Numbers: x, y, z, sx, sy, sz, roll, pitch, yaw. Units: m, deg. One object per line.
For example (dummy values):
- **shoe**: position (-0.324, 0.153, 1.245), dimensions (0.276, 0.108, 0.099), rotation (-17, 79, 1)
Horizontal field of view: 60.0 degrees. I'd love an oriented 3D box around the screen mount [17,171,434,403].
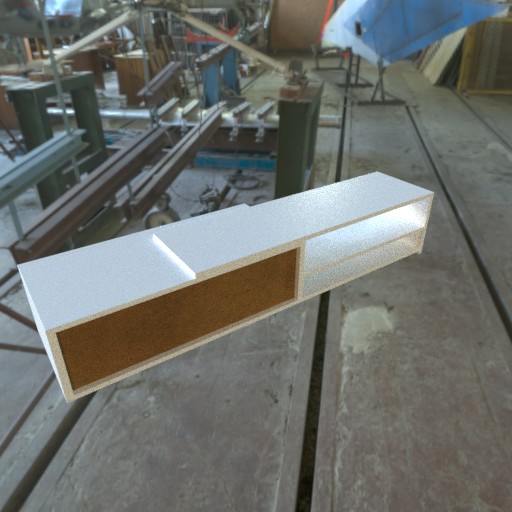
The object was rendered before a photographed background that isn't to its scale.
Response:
- **screen mount**: position (0.000, 0.000, 1.838), dimensions (1.680, 0.320, 0.420), rotation (-19, 35, -29)
